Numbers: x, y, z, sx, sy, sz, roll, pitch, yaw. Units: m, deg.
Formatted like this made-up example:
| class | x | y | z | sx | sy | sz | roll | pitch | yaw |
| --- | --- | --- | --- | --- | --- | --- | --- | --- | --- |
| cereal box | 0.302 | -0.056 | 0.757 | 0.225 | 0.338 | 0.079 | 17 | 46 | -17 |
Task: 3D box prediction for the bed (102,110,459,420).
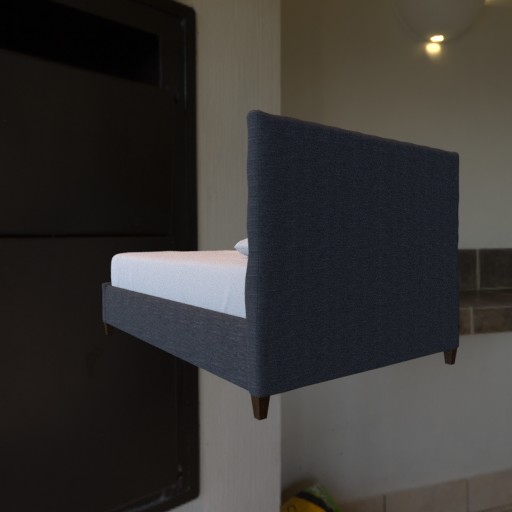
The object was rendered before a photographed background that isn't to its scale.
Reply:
| class | x | y | z | sx | sy | sz | roll | pitch | yaw |
| --- | --- | --- | --- | --- | --- | --- | --- | --- | --- |
| bed | 0.000 | 0.000 | 3.442 | 1.698 | 1.427 | 2.387 | -1 | 2 | -36 |
